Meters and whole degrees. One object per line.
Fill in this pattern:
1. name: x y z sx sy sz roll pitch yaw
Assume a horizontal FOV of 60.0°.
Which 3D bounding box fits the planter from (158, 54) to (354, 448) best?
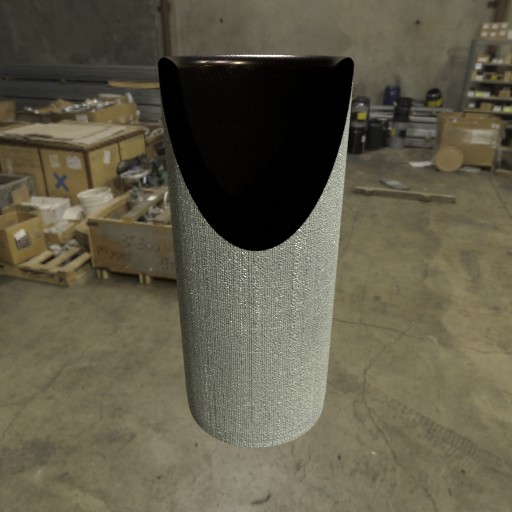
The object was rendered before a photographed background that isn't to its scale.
1. planter: 0.000 0.000 0.126 0.045 0.103 0.045 8 27 16
